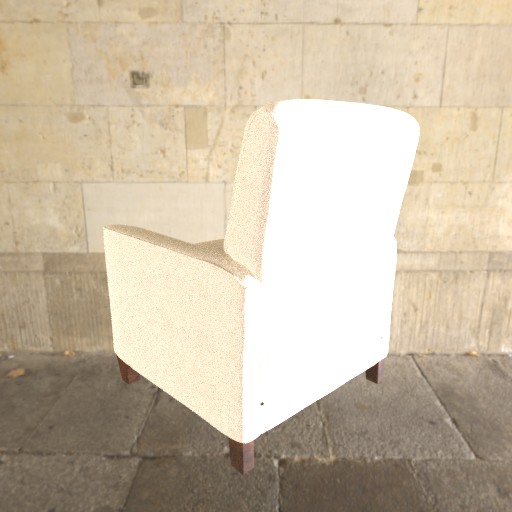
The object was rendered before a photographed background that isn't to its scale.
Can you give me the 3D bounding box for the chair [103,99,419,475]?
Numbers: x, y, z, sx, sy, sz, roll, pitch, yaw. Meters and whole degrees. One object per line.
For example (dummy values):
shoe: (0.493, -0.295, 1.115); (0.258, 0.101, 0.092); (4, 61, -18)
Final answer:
chair: (0.000, 0.000, 1.617); (0.841, 1.028, 0.858); (-14, 20, -42)
